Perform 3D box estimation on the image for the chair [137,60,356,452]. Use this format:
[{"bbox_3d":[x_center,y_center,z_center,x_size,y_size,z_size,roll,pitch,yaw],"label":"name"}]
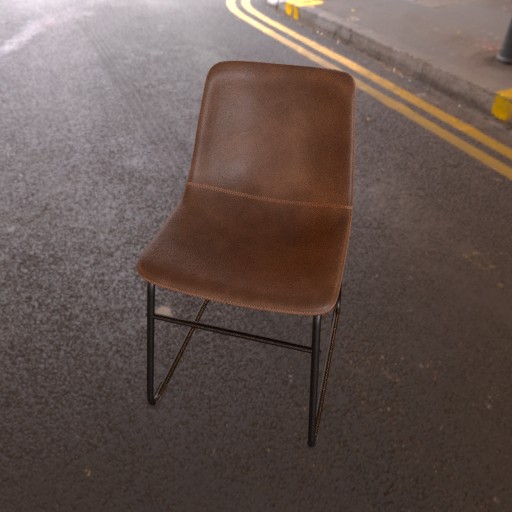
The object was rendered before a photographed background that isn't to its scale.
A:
[{"bbox_3d":[0.000,0.000,1.114,0.460,0.780,0.551,10,41,12],"label":"chair"}]
